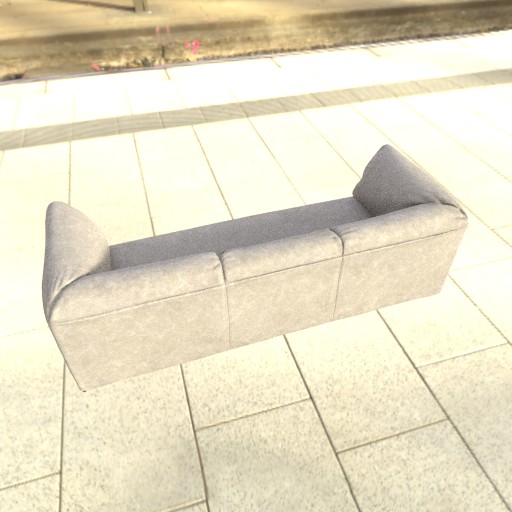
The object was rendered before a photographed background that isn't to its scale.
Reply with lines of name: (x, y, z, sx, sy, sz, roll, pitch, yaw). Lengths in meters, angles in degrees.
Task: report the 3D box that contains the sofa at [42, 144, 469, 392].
sofa: (0.000, 0.000, 2.662, 2.238, 0.758, 0.899, -13, 43, -14)
